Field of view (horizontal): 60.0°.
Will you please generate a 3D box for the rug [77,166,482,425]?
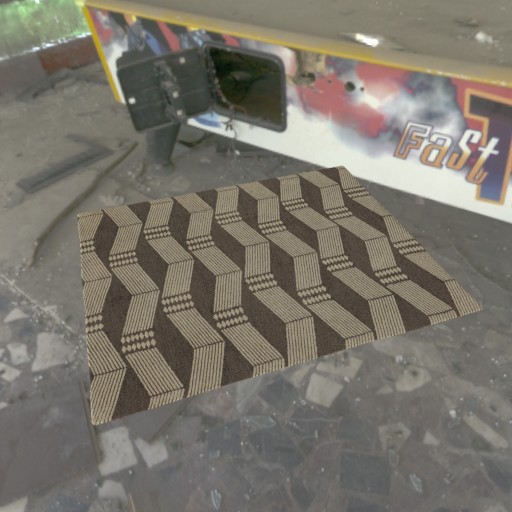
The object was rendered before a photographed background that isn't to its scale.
[{"bbox_3d":[0.000,0.000,4.064,3.048,0.016,2.438,-13,43,-14],"label":"rug"}]
